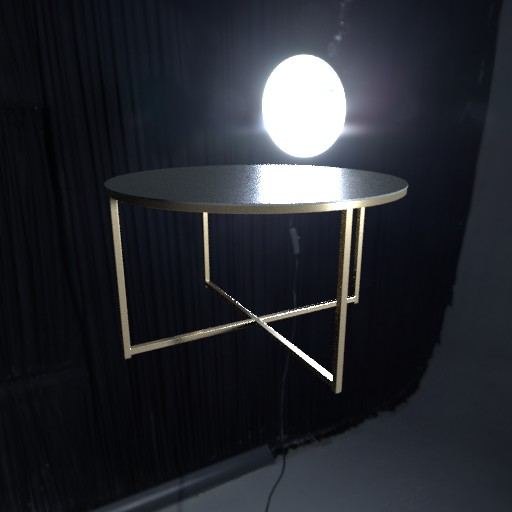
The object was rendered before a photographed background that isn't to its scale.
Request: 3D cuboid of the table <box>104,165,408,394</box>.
[{"bbox_3d":[0.000,0.000,1.292,0.800,0.450,0.800,0,17,0],"label":"table"}]
